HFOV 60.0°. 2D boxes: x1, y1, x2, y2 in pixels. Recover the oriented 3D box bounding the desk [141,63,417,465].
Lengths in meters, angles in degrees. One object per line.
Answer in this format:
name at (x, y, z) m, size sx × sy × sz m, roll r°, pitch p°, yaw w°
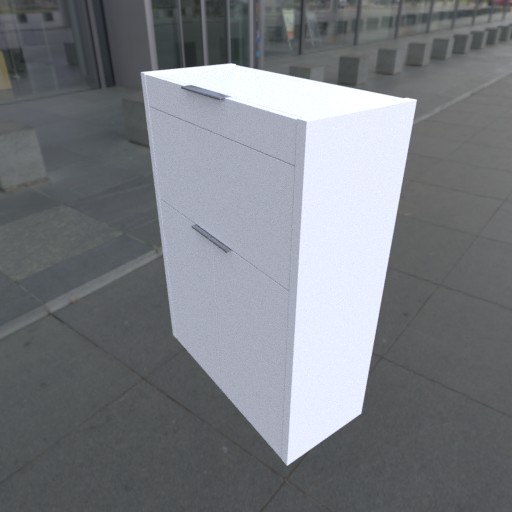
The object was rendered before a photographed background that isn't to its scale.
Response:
desk at (0.000, 0.000, 1.624) m, size 0.390 × 1.190 × 0.850 m, roll -21°, pitch 36°, yaw -31°
